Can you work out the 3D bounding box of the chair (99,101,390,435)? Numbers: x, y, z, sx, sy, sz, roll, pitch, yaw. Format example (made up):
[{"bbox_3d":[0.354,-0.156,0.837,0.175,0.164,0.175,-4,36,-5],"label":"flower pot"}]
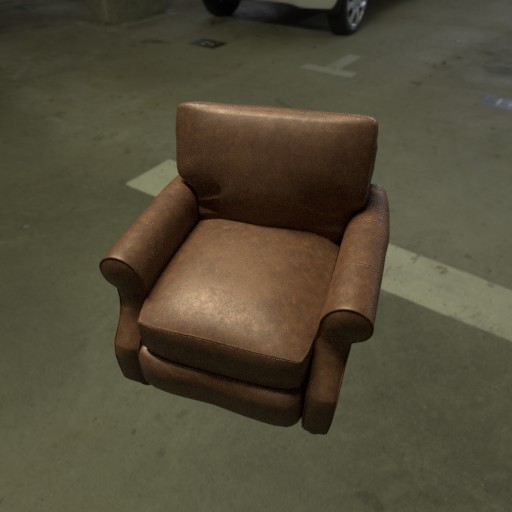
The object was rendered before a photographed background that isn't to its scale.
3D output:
[{"bbox_3d":[0.000,0.000,1.790,0.996,0.976,1.002,11,41,13],"label":"chair"}]
